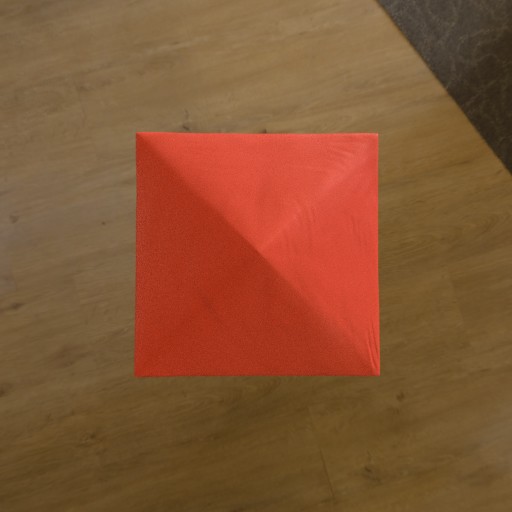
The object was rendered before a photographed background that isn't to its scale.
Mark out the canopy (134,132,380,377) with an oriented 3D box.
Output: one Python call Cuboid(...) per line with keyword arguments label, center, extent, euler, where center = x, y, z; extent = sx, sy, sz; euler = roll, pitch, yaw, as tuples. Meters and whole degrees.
Cuboid(label="canopy", center=(0.000, 0.000, 5.167), extent=(2.849, 2.850, 2.850), euler=(0, 89, -1))
